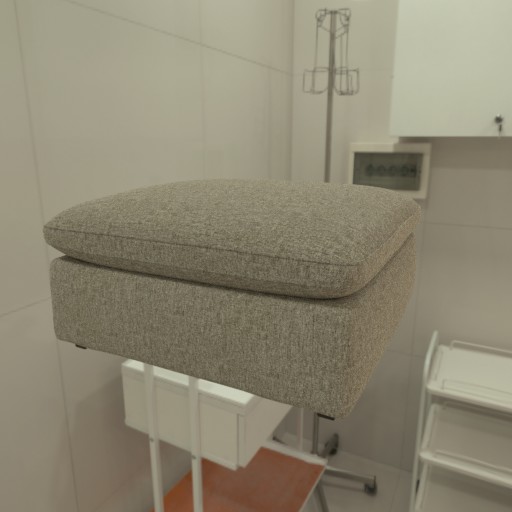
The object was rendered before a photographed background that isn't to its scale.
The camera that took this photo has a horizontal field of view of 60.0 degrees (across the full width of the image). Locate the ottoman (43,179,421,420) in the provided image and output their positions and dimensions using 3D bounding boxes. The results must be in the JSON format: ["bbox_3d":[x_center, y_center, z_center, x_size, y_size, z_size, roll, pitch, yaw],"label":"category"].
[{"bbox_3d":[0.000,0.000,1.614,1.035,0.526,1.039,7,16,26],"label":"ottoman"}]
